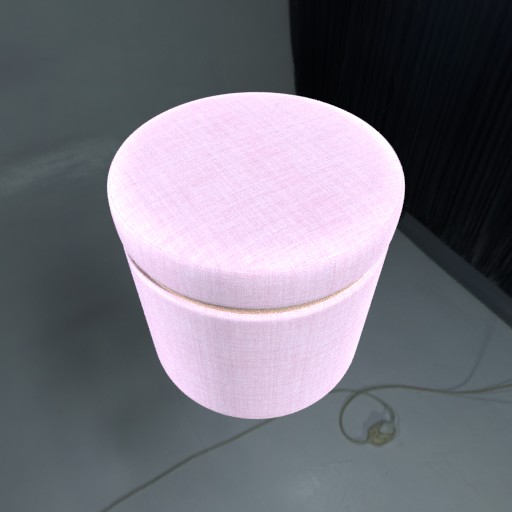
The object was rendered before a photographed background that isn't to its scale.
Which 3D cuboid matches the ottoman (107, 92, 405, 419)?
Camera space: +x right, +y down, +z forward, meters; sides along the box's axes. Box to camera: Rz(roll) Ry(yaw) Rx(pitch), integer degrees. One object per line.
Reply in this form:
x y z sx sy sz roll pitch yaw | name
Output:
0.000 0.000 0.738 0.400 0.406 0.400 0 47 0 | ottoman
